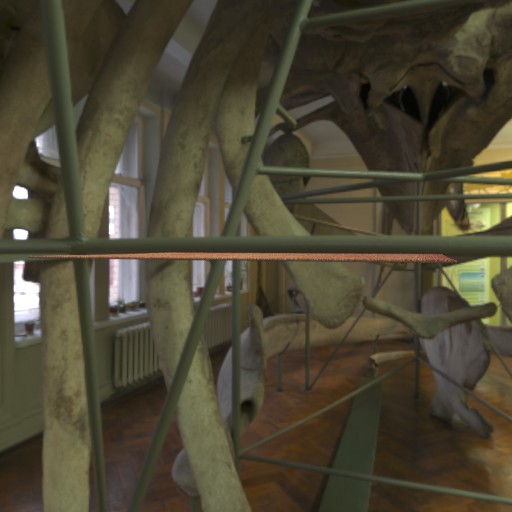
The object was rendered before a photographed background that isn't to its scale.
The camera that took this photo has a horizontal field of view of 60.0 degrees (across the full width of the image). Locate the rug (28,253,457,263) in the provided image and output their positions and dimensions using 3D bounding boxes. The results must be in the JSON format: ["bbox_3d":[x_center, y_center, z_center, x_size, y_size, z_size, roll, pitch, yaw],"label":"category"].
[{"bbox_3d":[0.000,0.000,2.195,1.747,0.011,1.139,0,1,21],"label":"rug"}]
